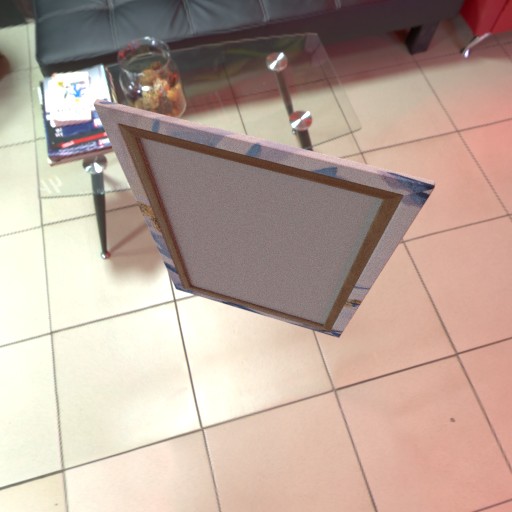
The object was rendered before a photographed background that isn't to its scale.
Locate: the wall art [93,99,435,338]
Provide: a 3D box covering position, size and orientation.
[{"bbox_3d":[0.000,0.000,1.168,0.610,0.914,0.016,16,65,7],"label":"wall art"}]
